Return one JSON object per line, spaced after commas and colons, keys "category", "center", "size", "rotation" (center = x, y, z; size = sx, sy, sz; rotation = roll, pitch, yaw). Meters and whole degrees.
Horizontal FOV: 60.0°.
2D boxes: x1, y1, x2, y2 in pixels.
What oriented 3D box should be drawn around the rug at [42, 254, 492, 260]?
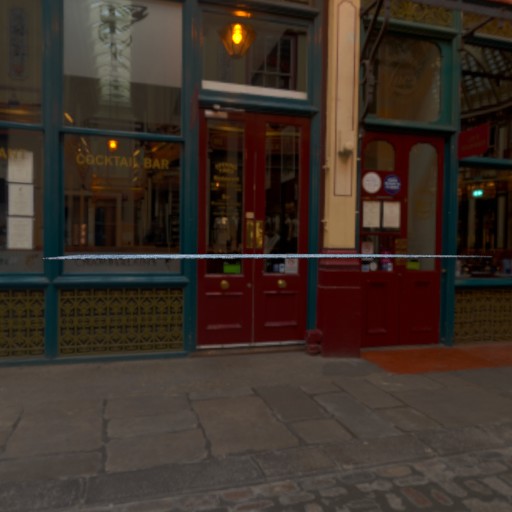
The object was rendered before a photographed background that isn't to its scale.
{"category": "rug", "center": [0.000, 0.000, 2.291], "size": [1.828, 0.005, 1.219], "rotation": [0, 1, -17]}
